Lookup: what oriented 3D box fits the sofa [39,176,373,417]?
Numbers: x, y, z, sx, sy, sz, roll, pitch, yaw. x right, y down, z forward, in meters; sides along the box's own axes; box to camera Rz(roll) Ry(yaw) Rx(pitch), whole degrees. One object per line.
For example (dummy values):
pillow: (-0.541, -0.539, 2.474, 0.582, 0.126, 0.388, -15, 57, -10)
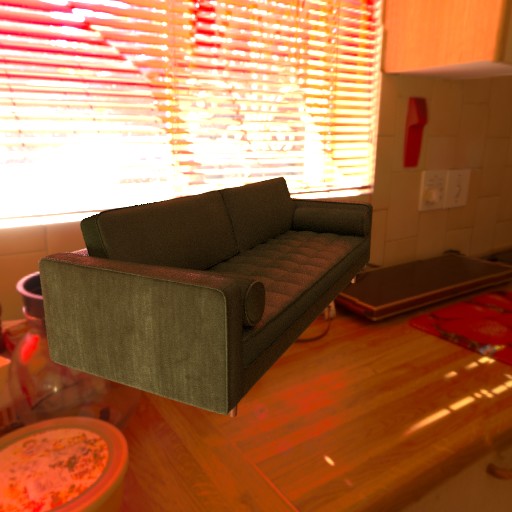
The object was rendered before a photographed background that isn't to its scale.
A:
sofa: (0.000, 0.000, 2.602, 0.918, 0.769, 2.199, 7, 17, 26)
